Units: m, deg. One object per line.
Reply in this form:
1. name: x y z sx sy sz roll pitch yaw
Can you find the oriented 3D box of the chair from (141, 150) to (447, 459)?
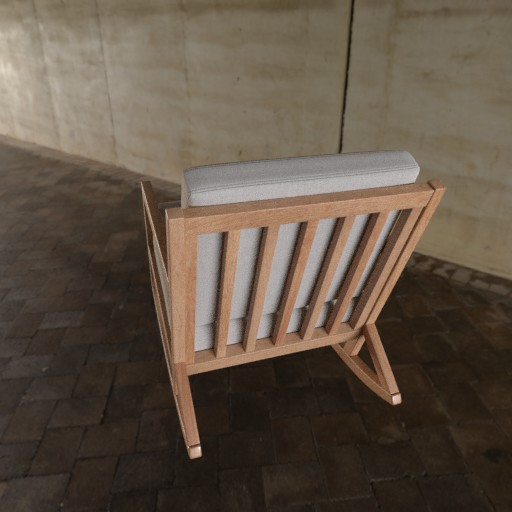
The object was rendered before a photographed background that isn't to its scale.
1. chair: 0.000 0.000 1.415 0.622 0.790 0.857 -8 27 -16
